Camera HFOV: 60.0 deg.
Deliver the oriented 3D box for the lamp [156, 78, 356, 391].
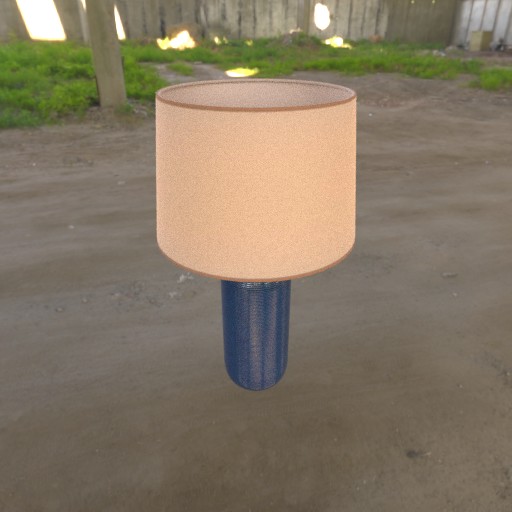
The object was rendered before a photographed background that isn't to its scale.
[{"bbox_3d":[0.000,0.000,0.862,0.367,0.609,0.367,0,28,0],"label":"lamp"}]
